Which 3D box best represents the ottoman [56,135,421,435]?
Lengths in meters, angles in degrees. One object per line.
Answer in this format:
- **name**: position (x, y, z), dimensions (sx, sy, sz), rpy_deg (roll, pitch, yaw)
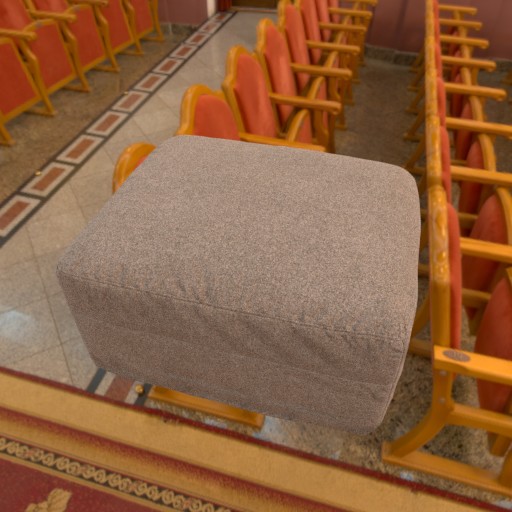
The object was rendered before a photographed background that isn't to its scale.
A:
- **ottoman**: position (0.000, 0.000, 1.251), dimensions (0.837, 0.481, 0.683), rpy_deg (11, 43, 12)
